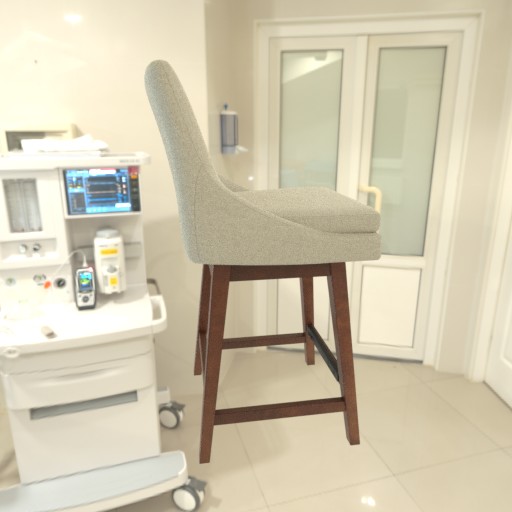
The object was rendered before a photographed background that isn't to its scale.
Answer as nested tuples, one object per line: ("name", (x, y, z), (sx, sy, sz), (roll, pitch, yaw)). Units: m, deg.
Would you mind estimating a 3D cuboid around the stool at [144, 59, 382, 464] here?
("stool", (0.000, 0.000, 1.277), (0.559, 0.991, 0.469), (-3, 17, -9))
